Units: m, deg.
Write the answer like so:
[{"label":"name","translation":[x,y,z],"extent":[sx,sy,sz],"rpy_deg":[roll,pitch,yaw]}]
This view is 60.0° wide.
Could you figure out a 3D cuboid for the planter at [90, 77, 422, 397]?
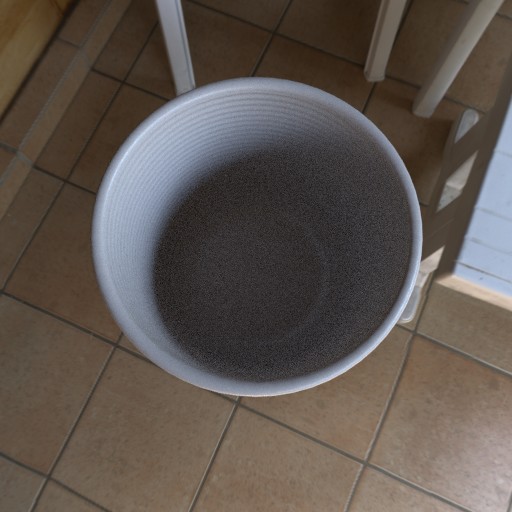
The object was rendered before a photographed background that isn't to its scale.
[{"label":"planter","translation":[0.000,0.000,0.217],"extent":[0.124,0.109,0.124],"rpy_deg":[0,77,0]}]
